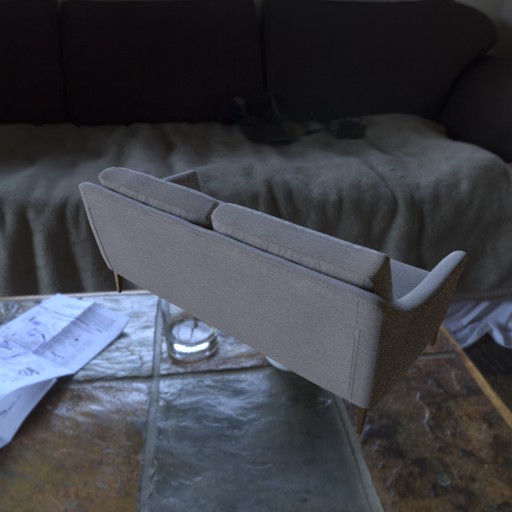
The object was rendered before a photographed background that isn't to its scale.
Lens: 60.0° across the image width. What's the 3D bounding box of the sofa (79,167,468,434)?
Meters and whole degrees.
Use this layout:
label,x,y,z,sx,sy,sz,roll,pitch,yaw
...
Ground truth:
label,x,y,z,sx,sy,sz,roll,pitch,yaw
sofa,0.000,0.000,2.562,2.036,0.913,0.980,22,37,32
